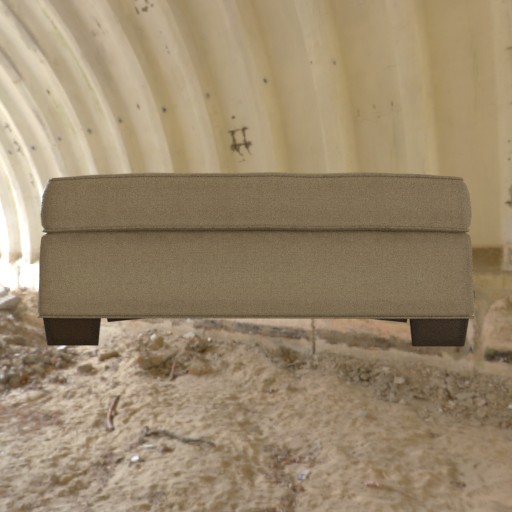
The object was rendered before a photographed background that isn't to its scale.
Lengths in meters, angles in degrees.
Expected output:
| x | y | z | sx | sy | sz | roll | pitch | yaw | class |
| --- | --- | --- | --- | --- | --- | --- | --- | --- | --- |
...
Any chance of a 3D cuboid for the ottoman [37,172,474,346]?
| x | y | z | sx | sy | sz | roll | pitch | yaw | class |
| --- | --- | --- | --- | --- | --- | --- | --- | --- | --- |
| 0.000 | 0.000 | 1.402 | 1.097 | 0.461 | 0.617 | 0 | -1 | 1 | ottoman |
